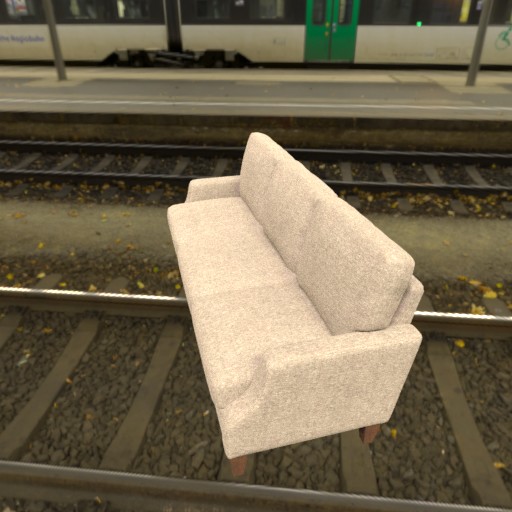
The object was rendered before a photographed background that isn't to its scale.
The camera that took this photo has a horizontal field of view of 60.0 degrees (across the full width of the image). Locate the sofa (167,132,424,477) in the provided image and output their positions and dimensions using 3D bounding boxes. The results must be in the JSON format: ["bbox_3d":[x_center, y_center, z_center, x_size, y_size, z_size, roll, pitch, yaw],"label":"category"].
[{"bbox_3d":[0.000,0.000,2.628,0.888,0.984,2.115,-8,30,-13],"label":"sofa"}]
